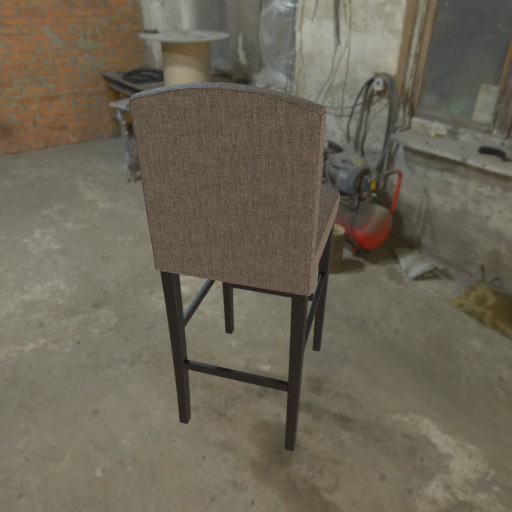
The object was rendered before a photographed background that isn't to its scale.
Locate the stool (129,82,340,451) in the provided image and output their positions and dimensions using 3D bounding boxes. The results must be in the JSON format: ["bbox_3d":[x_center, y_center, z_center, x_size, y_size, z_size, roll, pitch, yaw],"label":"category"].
[{"bbox_3d":[0.000,0.000,1.431,0.451,1.138,0.552,9,32,14],"label":"stool"}]
